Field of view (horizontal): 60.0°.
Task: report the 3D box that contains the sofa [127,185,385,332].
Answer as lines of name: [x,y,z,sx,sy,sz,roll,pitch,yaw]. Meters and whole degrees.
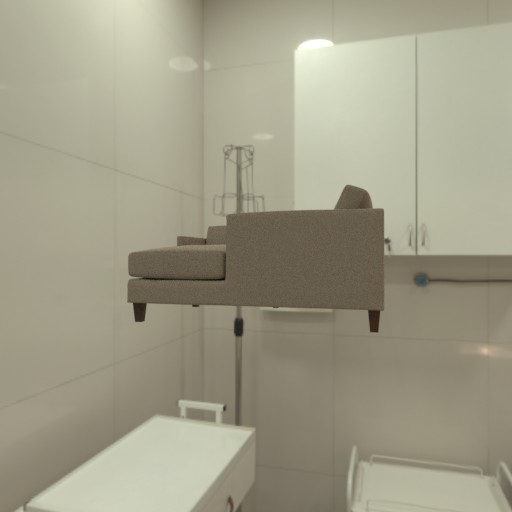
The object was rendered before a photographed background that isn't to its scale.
sofa: [0.000,0.000,4.386,2.424,0.865,3.438,0,0,16]
